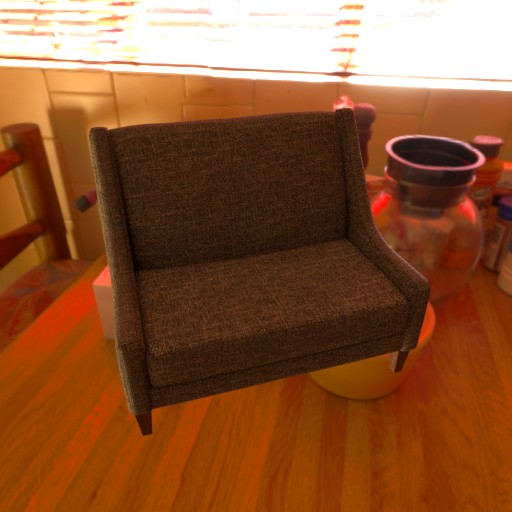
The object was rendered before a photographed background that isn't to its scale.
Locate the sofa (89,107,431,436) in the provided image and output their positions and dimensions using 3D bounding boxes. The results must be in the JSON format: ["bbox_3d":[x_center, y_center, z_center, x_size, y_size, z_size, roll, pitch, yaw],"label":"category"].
[{"bbox_3d":[0.000,0.000,1.937,1.242,1.021,0.870,-9,32,-15],"label":"sofa"}]
